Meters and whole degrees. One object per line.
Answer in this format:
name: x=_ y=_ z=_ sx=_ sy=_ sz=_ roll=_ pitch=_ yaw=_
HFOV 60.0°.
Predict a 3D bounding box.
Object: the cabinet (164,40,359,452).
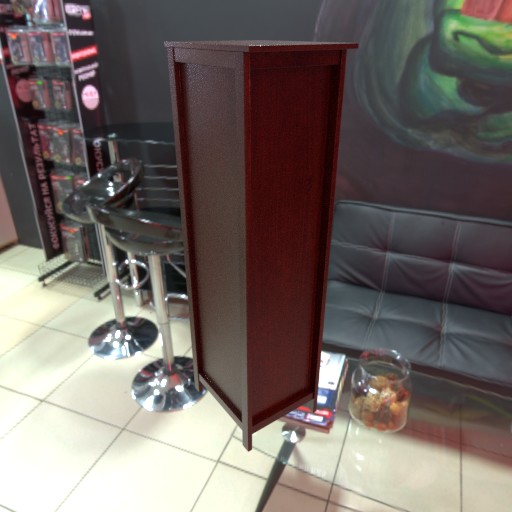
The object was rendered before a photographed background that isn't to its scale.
cabinet: x=0.000 y=0.000 z=1.748 sx=0.401 sy=1.518 sz=0.500 roll=-18 pitch=32 yaw=-31
